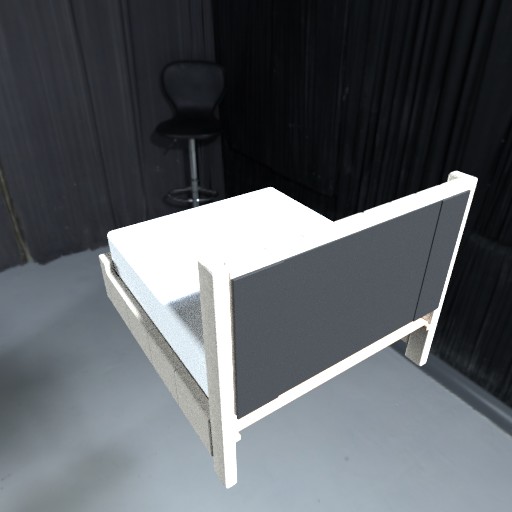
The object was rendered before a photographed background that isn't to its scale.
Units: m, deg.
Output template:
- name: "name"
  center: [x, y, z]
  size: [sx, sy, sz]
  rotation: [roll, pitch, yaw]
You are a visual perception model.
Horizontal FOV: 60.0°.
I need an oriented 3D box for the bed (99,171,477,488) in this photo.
- name: "bed"
  center: [0.000, 0.000, 3.767]
  size: [2.045, 1.743, 2.370]
  rotation: [-20, 37, -28]
